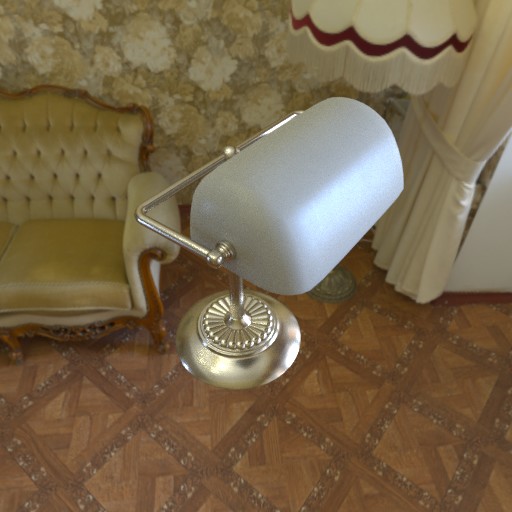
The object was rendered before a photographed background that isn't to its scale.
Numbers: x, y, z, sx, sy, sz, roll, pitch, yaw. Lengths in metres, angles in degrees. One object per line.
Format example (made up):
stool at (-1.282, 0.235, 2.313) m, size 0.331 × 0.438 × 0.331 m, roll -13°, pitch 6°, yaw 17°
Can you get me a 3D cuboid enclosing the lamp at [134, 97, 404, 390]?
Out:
lamp at (0.000, 0.000, 0.510) m, size 0.243 × 0.339 × 0.264 m, roll 27°, pitch 49°, yaw 27°
